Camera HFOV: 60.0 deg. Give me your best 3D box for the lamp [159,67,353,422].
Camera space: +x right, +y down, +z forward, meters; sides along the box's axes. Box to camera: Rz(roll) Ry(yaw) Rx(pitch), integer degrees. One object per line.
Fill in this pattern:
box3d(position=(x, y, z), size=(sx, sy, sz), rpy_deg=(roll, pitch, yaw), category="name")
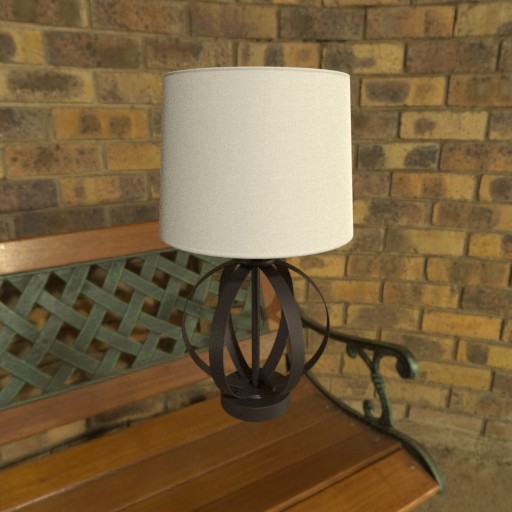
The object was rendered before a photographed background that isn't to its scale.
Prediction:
box3d(position=(0.000, 0.000, 0.680), size=(0.286, 0.510, 0.286), rpy_deg=(0, 17, 0), category="lamp")
